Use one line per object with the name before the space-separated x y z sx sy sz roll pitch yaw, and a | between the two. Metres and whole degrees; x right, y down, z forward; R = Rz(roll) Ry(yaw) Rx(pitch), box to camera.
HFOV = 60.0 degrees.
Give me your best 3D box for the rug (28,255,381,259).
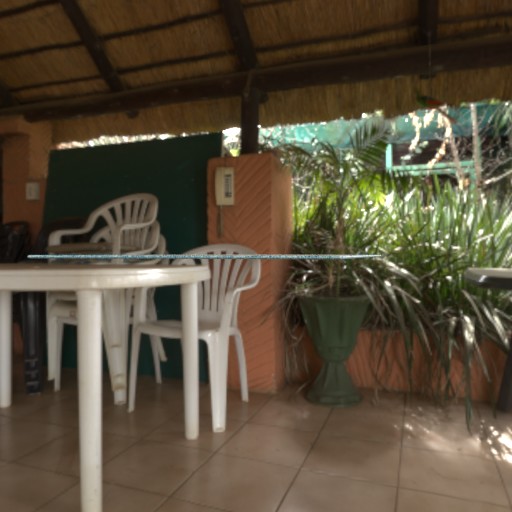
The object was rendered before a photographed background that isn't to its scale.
rug | 0.000 0.000 3.067 1.524 0.015 2.438 0 0 19
